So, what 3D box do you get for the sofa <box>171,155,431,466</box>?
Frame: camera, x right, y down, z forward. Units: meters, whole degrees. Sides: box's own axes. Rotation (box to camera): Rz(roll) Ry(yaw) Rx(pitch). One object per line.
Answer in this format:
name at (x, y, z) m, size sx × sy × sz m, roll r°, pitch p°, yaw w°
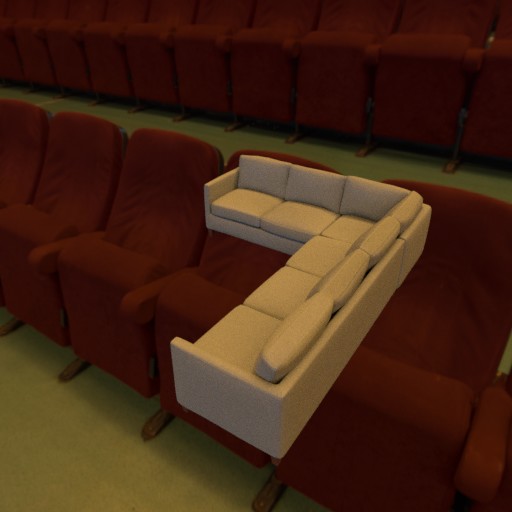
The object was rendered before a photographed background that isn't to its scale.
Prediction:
sofa at (0.000, 0.000, 4.493) m, size 2.592 × 0.947 × 3.301 m, roll 19°, pitch 36°, yaw 28°
